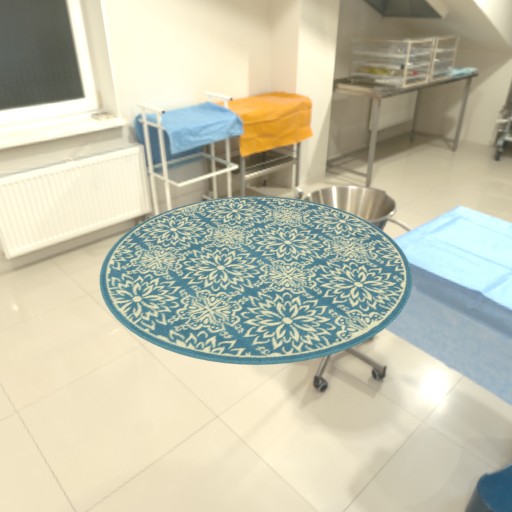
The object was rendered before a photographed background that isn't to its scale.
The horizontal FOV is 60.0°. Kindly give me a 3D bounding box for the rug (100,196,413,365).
[{"bbox_3d":[0.000,0.000,2.357,1.593,0.012,1.593,0,31,0],"label":"rug"}]
